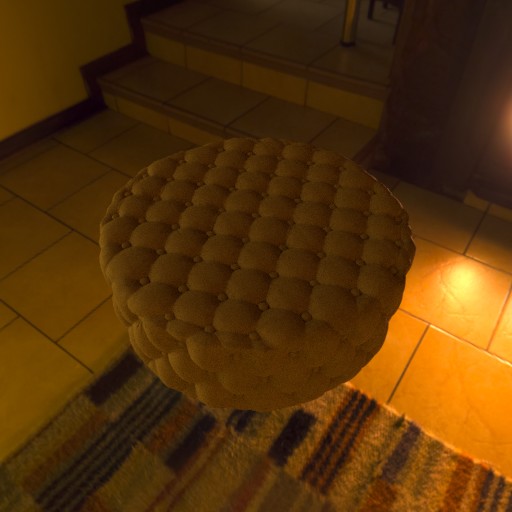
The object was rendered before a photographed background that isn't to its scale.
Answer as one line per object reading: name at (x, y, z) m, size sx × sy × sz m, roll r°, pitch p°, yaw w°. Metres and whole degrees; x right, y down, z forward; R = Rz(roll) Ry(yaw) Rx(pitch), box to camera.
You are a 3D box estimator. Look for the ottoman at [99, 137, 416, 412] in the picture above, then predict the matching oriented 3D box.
ottoman at (0.000, 0.000, 1.534) m, size 0.998 × 0.399 × 0.998 m, roll 0°, pitch 46°, yaw 0°
